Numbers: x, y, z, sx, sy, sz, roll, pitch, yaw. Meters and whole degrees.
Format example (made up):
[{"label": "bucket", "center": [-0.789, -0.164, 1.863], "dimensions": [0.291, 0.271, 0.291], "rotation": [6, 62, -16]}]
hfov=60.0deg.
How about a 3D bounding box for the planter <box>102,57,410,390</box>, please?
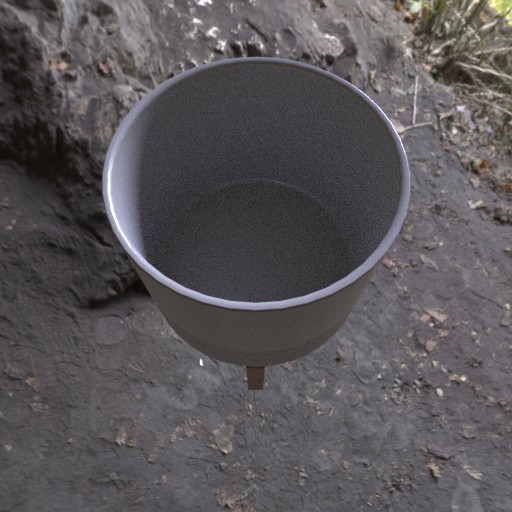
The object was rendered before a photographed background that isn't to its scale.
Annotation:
[{"label": "planter", "center": [0.000, 0.000, 0.389], "dimensions": [0.188, 0.260, 0.188], "rotation": [0, 64, 0]}]
